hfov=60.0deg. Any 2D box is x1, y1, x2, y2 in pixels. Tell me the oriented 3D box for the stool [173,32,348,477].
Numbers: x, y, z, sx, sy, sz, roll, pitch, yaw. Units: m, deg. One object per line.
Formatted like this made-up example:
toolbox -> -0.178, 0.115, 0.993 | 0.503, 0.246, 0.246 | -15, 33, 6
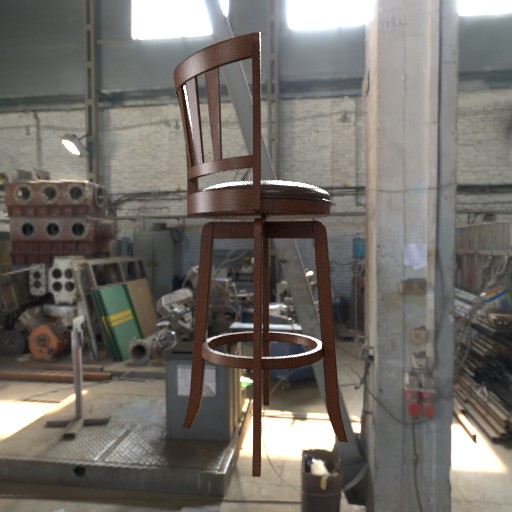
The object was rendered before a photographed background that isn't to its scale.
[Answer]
stool -> 0.000, 0.000, 1.438 | 0.503, 1.177, 0.464 | -1, 2, -37
